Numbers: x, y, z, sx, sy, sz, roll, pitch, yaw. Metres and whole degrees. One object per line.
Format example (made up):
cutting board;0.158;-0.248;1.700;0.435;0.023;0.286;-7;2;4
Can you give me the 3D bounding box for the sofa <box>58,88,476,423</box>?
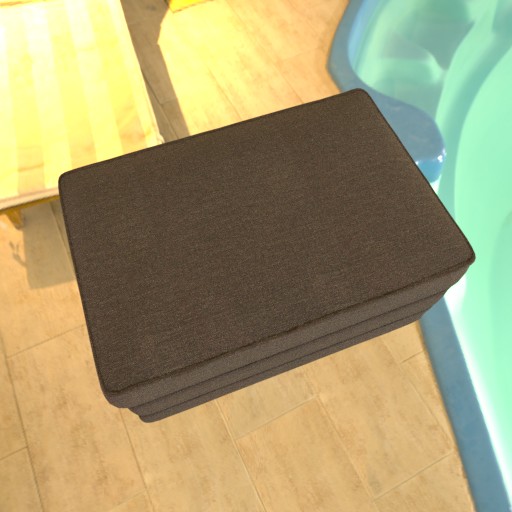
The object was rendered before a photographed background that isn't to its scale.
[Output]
sofa;0.000;0.000;1.198;0.854;0.457;0.578;-19;65;-9
